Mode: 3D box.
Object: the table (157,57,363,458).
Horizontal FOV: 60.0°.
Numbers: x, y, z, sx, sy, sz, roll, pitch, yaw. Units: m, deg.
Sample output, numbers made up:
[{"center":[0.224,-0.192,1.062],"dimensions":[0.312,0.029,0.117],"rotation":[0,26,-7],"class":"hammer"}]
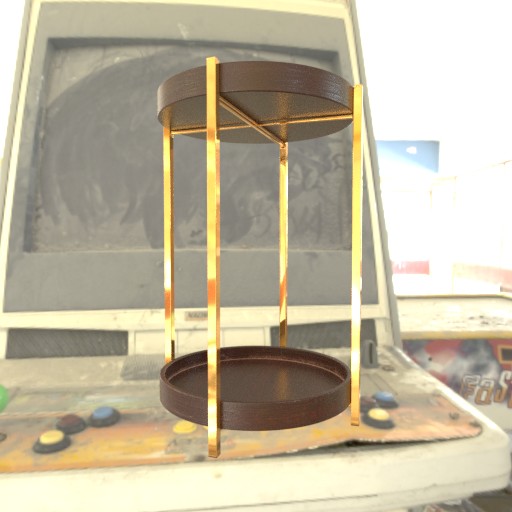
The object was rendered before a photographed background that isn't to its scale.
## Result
[{"center":[0.000,0.000,0.862],"dimensions":[0.400,0.610,0.400],"rotation":[1,2,20],"class":"table"}]
